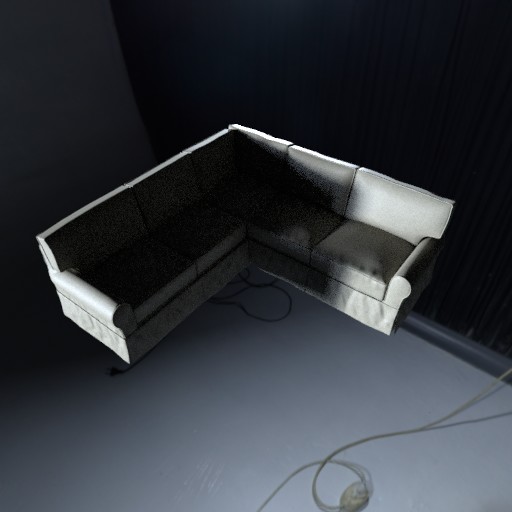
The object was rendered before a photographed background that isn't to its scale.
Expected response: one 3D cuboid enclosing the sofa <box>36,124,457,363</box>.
[{"bbox_3d":[0.000,0.000,4.019,2.623,1.081,2.618,27,48,27],"label":"sofa"}]
